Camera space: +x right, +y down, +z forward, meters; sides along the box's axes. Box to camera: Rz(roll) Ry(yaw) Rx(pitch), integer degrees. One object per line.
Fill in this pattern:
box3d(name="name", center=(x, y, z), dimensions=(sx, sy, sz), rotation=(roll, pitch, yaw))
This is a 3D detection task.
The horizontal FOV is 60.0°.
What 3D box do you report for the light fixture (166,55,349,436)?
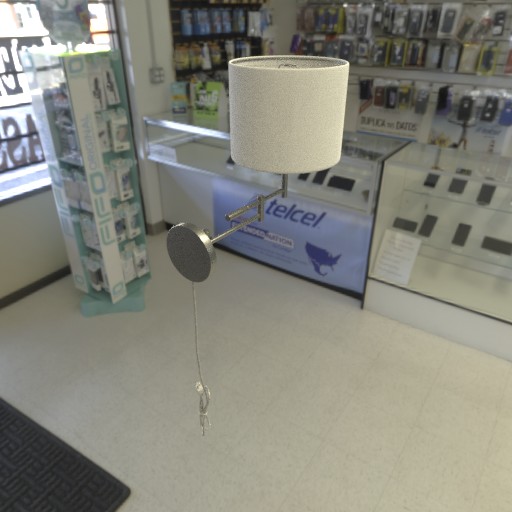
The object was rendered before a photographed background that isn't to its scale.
box3d(name="light fixture", center=(0.000, 0.000, 1.064), dimensions=(0.253, 0.842, 0.479), rotation=(21, 35, 32))
